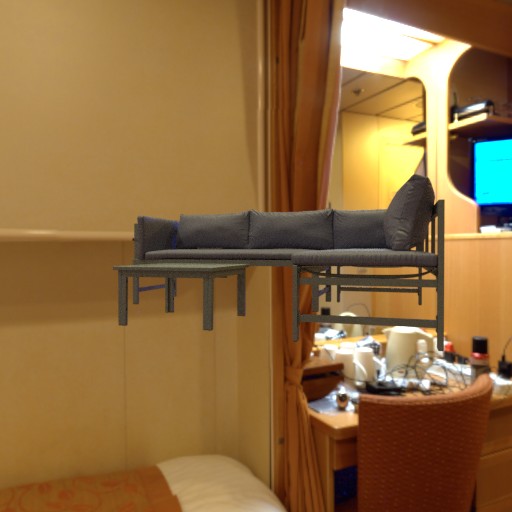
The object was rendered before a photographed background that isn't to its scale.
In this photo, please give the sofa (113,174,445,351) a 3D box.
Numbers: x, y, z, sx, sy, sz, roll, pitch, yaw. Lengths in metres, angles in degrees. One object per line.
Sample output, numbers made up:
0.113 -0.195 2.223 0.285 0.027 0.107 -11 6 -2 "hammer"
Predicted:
0.000 0.000 2.939 2.149 0.762 1.658 0 1 17 "sofa"
